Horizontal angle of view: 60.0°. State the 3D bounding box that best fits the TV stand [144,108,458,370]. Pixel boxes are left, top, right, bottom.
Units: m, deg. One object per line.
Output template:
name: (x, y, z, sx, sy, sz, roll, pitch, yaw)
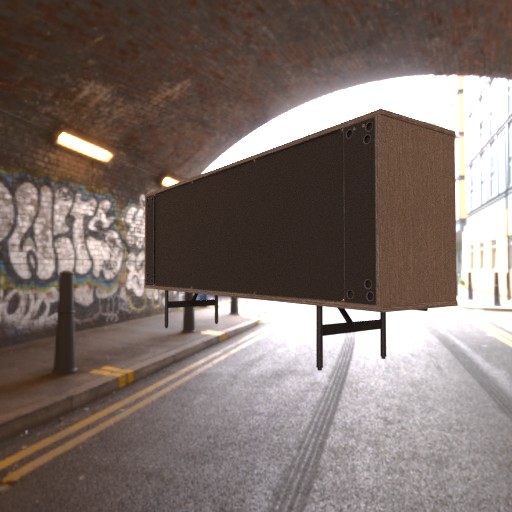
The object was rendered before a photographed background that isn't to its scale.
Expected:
TV stand: (0.000, 0.000, 2.087, 0.405, 0.787, 1.804, 1, -2, -35)
